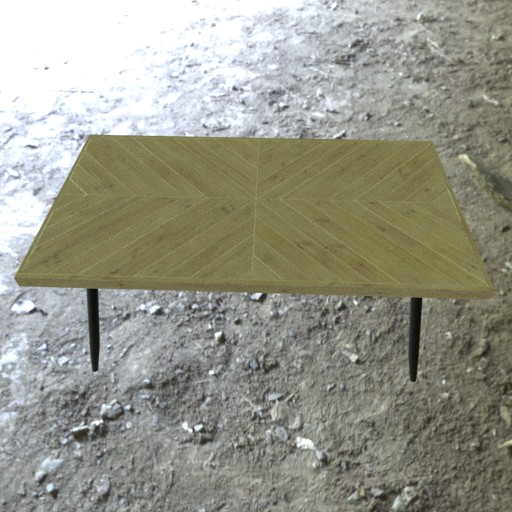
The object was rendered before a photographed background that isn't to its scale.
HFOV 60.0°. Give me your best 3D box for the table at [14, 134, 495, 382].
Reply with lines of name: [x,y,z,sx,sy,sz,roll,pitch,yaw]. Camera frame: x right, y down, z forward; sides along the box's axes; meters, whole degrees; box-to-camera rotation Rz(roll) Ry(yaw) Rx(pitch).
table: [0.000,0.000,2.274,1.803,0.762,0.991,1,47,1]
